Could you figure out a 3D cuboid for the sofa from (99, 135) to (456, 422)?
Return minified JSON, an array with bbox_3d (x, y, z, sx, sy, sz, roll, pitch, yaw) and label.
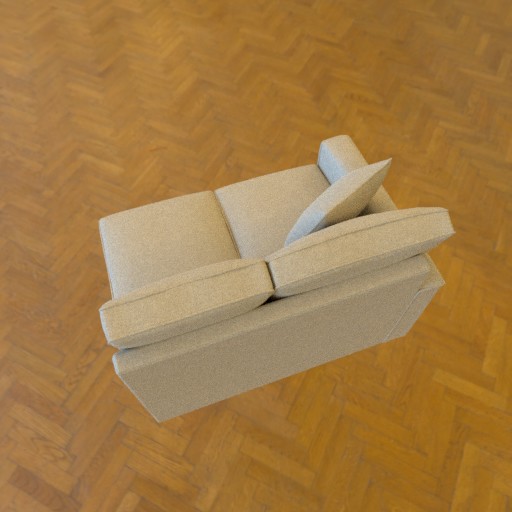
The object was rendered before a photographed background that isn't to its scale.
[{"bbox_3d":[0.000,0.000,2.126,1.388,0.989,0.991,-17,59,-11],"label":"sofa"}]
